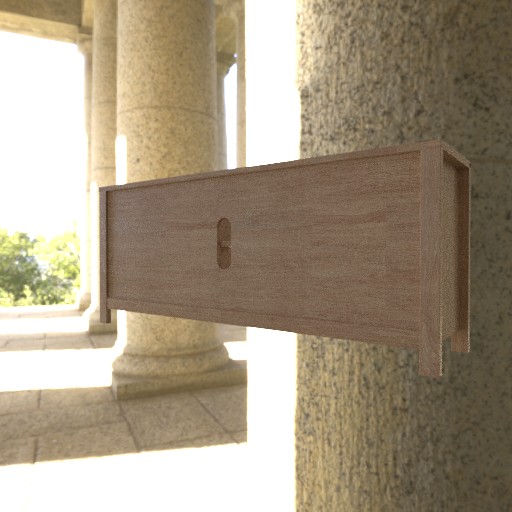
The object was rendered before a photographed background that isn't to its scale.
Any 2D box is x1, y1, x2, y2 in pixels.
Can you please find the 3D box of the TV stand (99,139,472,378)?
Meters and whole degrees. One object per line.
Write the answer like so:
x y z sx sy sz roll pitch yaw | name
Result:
0.000 0.000 1.723 1.466 0.610 0.398 1 1 36 | TV stand
